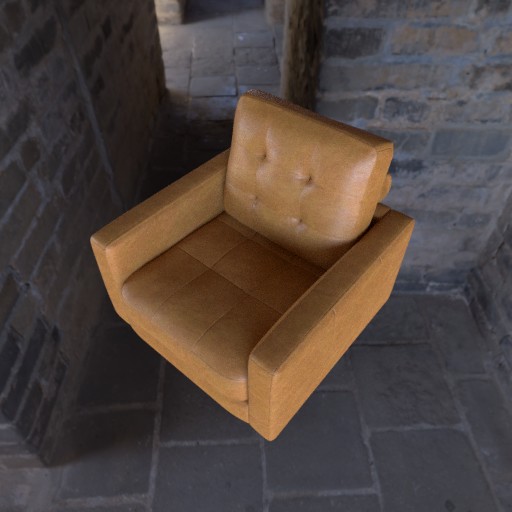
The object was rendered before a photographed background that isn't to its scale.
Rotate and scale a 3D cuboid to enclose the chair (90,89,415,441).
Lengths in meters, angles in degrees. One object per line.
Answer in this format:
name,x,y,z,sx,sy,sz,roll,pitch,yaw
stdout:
chair,0.000,0.000,1.612,0.831,0.896,0.868,31,54,27
